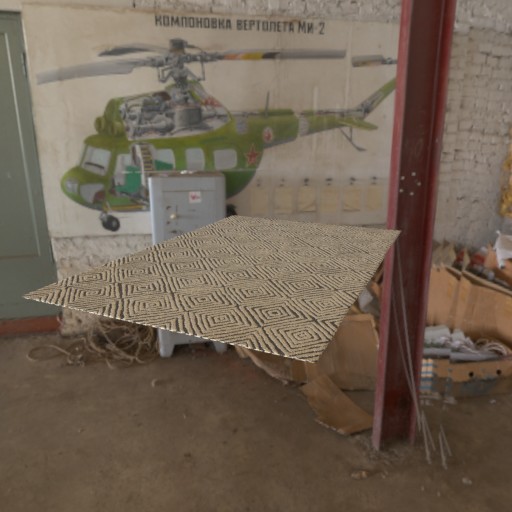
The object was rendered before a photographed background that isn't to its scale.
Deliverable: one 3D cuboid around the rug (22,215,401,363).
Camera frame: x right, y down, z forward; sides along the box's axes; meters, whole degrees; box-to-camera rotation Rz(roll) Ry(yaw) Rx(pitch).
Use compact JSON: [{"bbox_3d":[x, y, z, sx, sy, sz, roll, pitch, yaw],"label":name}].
[{"bbox_3d":[0.000,0.000,2.216,1.177,0.004,1.750,7,18,24],"label":"rug"}]
